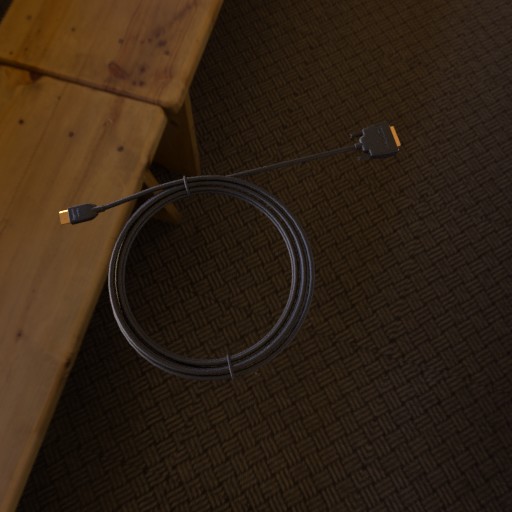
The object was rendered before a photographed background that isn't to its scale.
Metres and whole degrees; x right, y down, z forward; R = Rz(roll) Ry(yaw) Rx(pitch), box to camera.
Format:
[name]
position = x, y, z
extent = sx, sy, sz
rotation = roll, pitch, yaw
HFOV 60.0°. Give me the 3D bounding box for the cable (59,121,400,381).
[cable]
position = 0.000, 0.000, 0.512
extent = 0.422, 0.030, 0.257
rotation = -14, 76, -4
